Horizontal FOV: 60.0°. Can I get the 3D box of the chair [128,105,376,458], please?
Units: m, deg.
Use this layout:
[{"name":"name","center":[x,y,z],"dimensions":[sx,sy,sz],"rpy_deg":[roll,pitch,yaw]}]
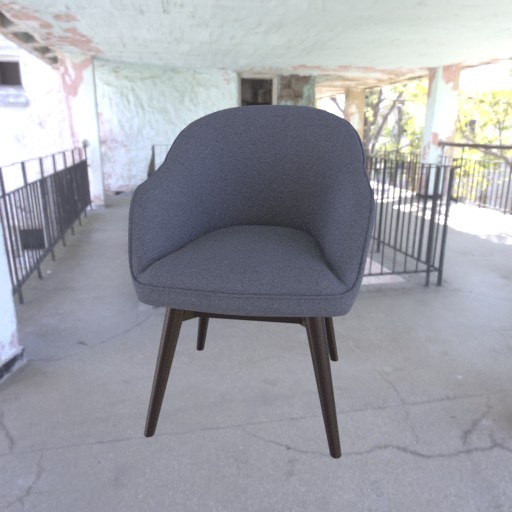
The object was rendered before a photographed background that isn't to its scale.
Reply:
[{"name":"chair","center":[0.000,0.000,1.205],"dimensions":[0.589,0.810,0.611],"rpy_deg":[3,16,9]}]
